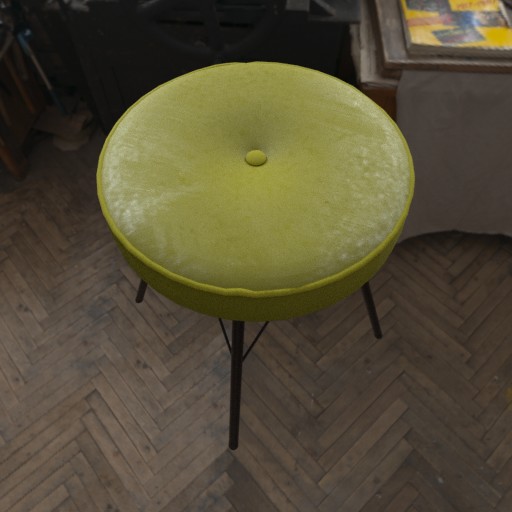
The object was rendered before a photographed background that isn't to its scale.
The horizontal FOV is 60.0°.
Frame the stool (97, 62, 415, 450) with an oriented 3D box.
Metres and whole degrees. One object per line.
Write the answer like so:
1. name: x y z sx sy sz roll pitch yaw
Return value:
1. stool: 0.000 0.000 0.776 0.409 0.508 0.409 -31 63 -18
